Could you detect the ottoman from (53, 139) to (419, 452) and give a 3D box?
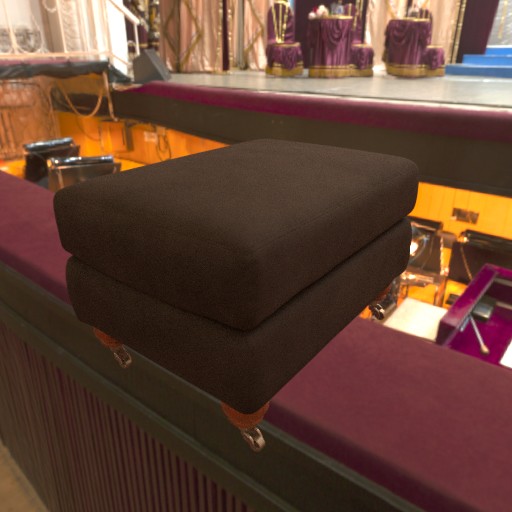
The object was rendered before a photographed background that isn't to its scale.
[{"bbox_3d":[0.000,0.000,1.150,0.574,0.497,0.773,18,30,34],"label":"ottoman"}]
